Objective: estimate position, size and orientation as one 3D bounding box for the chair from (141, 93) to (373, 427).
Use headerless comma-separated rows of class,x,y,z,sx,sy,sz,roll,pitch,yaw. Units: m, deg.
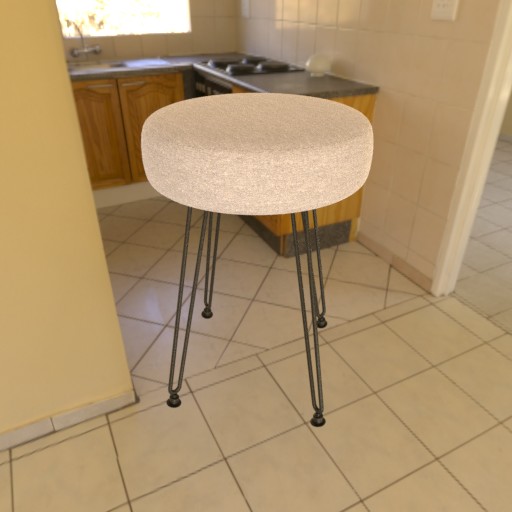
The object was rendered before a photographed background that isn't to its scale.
chair,0.000,0.000,0.683,0.350,0.440,0.350,-21,37,-31
